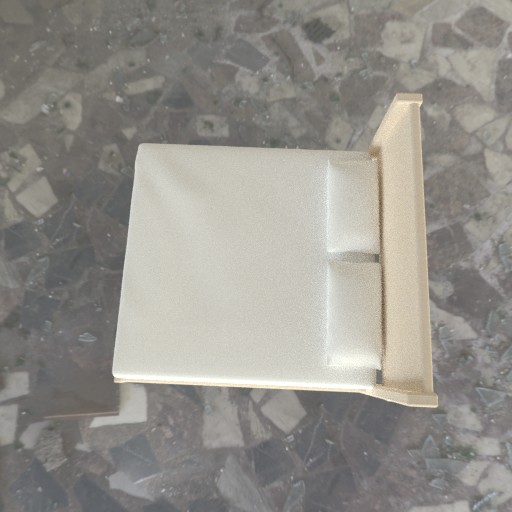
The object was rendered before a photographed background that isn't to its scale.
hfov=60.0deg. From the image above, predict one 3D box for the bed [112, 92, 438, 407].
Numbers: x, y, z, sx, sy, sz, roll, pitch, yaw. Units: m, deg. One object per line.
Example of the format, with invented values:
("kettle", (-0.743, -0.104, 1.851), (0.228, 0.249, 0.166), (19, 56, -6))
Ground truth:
("bed", (0.000, 0.000, 3.638), (2.293, 1.471, 2.145), (2, 76, 1))
